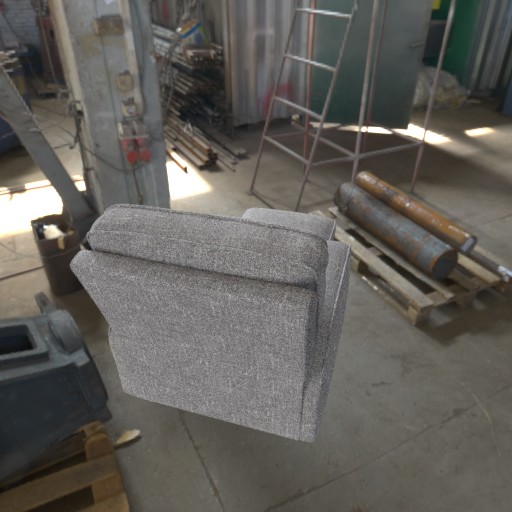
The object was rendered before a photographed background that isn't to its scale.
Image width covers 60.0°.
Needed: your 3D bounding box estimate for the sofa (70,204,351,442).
[{"bbox_3d":[0.000,0.000,2.030,0.861,0.959,1.472,9,34,14],"label":"sofa"}]
